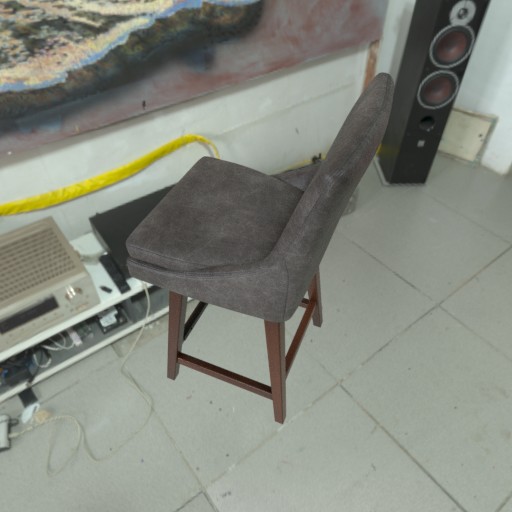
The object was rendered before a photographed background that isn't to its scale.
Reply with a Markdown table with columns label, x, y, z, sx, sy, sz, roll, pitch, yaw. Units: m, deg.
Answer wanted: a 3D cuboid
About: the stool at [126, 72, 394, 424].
| label | x | y | z | sx | sy | sz | roll | pitch | yaw |
| --- | --- | --- | --- | --- | --- | --- | --- | --- | --- |
| stool | 0.000 | 0.000 | 1.358 | 0.587 | 1.046 | 0.492 | 17 | 48 | 16 |
